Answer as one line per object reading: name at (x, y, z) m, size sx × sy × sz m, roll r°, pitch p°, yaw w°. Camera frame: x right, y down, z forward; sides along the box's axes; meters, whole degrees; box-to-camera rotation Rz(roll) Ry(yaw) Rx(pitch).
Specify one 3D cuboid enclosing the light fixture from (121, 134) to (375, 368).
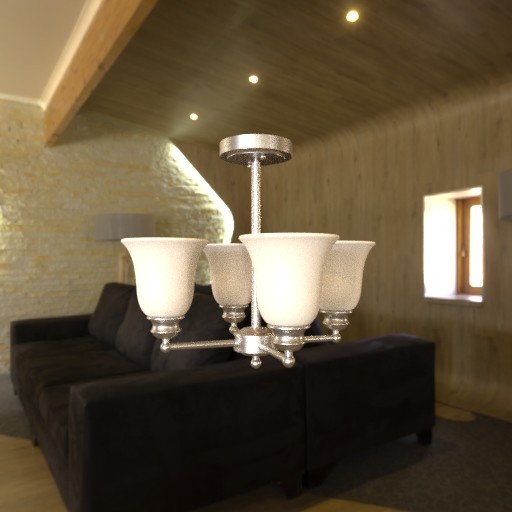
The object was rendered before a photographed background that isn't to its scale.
light fixture at (0.000, 0.000, 0.733) m, size 0.427 × 0.370 × 0.427 m, roll 0°, pitch -1°, yaw -17°
